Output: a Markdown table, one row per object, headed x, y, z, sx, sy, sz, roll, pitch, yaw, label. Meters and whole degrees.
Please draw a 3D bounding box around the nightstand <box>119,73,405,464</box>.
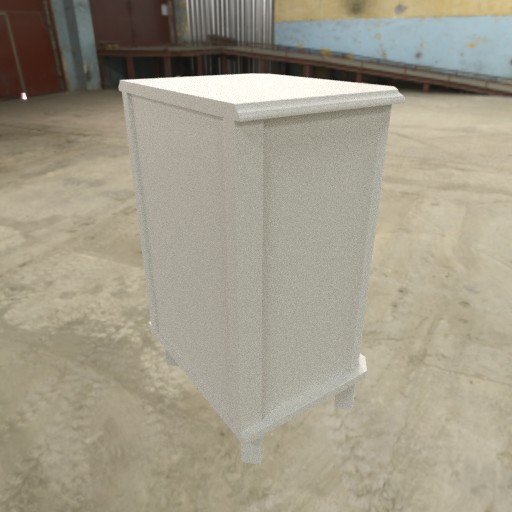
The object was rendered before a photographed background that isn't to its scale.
| x | y | z | sx | sy | sz | roll | pitch | yaw | label |
| --- | --- | --- | --- | --- | --- | --- | --- | --- | --- |
| 0.000 | 0.000 | 0.935 | 0.351 | 0.681 | 0.435 | -17 | 31 | -31 | nightstand |
